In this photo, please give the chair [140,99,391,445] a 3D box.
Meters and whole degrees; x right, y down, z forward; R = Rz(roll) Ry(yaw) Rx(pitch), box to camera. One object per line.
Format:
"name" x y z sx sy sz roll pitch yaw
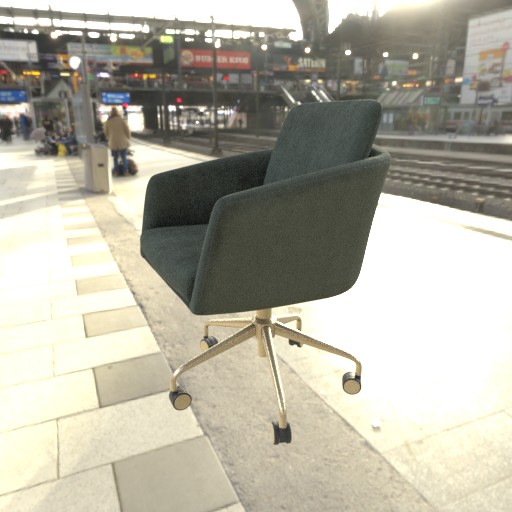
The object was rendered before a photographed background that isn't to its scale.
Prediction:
"chair" 0.000 0.000 1.361 0.635 0.908 0.641 -8 19 -25
